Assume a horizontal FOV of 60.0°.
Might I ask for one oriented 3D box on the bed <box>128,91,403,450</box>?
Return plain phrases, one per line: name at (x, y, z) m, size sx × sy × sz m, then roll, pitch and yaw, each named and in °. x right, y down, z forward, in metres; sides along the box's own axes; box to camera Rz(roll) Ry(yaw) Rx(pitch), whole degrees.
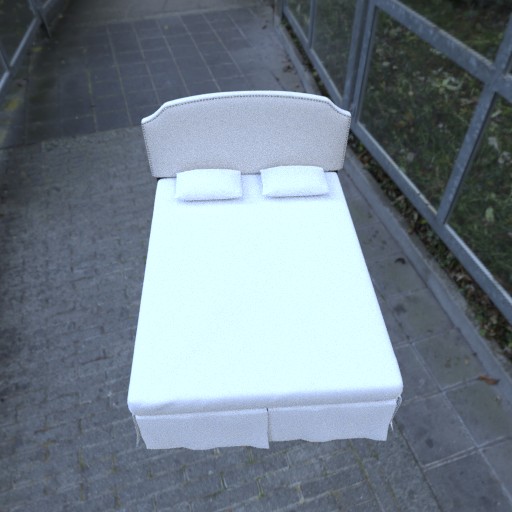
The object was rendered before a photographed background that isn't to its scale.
bed at (0.000, 0.000, 2.879) m, size 1.558 × 1.270 × 1.999 m, roll -3°, pitch 47°, yaw -3°
